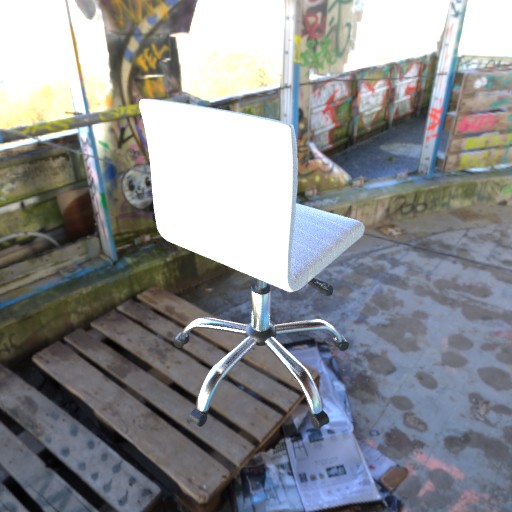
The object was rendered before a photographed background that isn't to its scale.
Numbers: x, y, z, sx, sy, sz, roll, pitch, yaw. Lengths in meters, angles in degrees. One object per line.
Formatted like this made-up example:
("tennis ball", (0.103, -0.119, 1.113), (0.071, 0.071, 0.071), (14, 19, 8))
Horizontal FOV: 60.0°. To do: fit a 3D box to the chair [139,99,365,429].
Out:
("chair", (0.000, 0.000, 1.138), (0.556, 0.780, 0.530), (21, 36, 32))
